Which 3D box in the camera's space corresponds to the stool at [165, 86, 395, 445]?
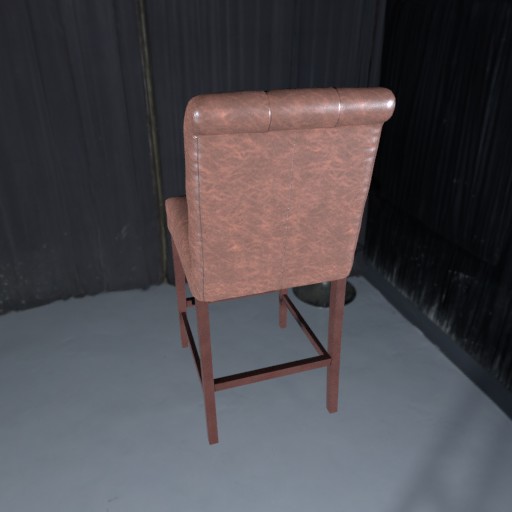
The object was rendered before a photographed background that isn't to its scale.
[{"bbox_3d":[0.000,0.000,1.429,0.486,1.084,0.660,-8,29,-16],"label":"stool"}]
